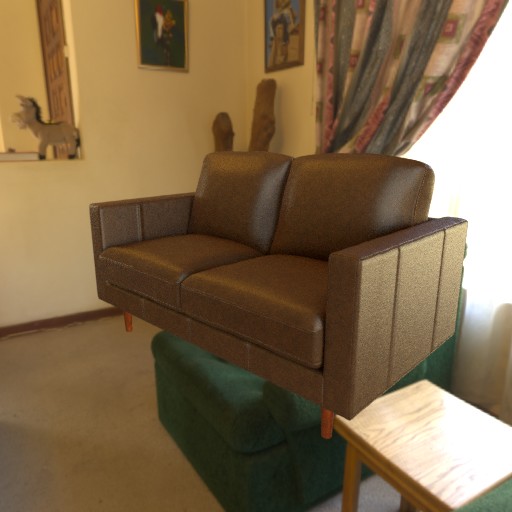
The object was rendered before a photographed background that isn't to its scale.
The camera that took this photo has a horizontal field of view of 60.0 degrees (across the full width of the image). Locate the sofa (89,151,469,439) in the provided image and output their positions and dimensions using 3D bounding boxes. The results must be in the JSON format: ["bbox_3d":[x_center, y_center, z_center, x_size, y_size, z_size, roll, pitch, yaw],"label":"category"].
[{"bbox_3d":[0.000,0.000,2.094,1.578,0.951,0.909,14,20,41],"label":"sofa"}]
